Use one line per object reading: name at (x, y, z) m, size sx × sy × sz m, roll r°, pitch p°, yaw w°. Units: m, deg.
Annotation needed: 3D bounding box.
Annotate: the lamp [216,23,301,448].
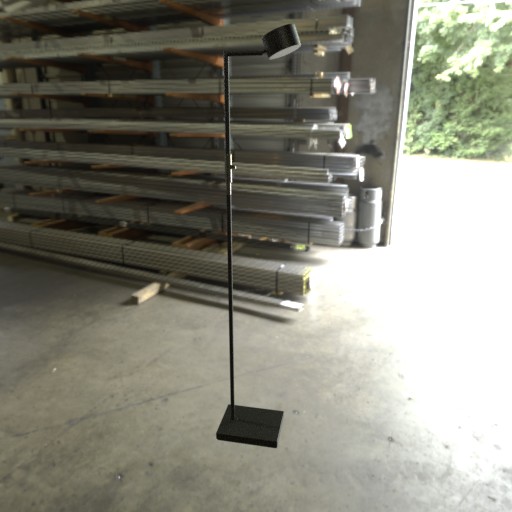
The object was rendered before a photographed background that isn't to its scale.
lamp at (0.000, 0.000, 1.710) m, size 0.304 × 1.600 × 0.203 m, roll 3°, pitch 18°, yaw 11°
